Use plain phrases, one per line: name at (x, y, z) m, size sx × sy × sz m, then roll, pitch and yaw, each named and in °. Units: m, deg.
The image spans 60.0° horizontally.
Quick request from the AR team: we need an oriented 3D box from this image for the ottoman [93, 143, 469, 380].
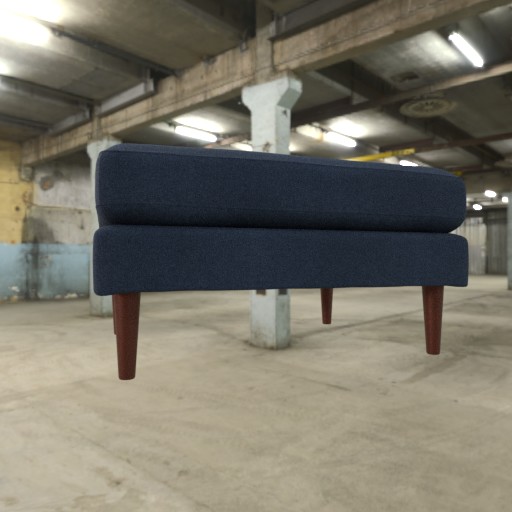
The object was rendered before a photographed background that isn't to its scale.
ottoman at (0.000, 0.000, 1.212) m, size 0.821 × 0.474 × 0.693 m, roll 0°, pitch -1°, yaw -19°
